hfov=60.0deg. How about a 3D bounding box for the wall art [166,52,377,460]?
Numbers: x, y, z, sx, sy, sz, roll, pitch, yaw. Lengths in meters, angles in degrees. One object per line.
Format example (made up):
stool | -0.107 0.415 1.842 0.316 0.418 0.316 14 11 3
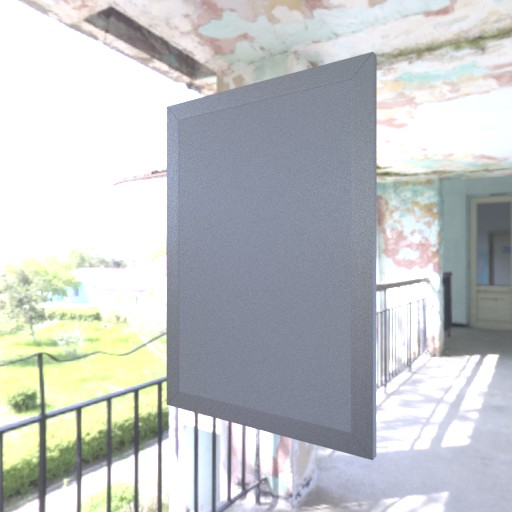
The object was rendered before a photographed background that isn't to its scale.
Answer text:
wall art | 0.000 0.000 0.685 0.376 0.529 0.013 0 0 34
